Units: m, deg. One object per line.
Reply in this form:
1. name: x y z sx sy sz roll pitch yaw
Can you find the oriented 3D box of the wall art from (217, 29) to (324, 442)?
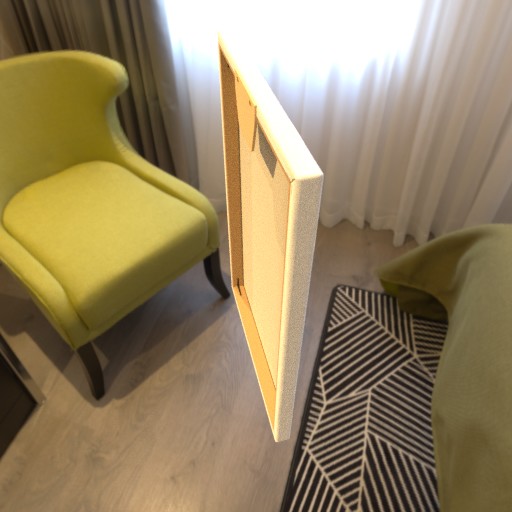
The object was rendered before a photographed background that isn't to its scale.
1. wall art: 0.000 0.000 1.138 0.048 0.902 0.602 -10 46 -10
